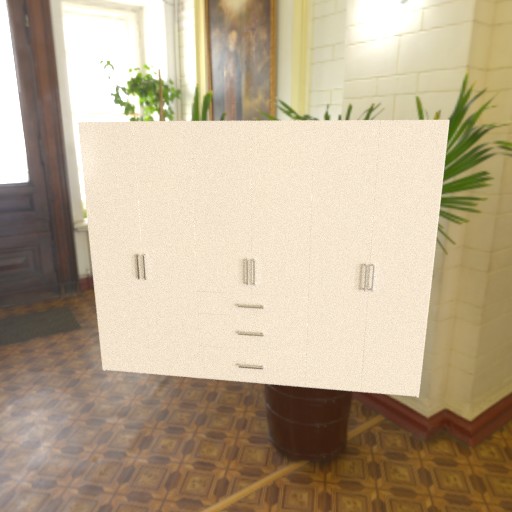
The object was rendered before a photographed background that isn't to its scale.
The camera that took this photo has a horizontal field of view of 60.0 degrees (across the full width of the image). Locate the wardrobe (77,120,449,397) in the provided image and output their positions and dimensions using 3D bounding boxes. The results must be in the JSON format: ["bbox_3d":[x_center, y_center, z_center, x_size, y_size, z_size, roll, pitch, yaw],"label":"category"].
[{"bbox_3d":[0.000,0.000,4.064,3.000,2.360,0.580,2,16,9],"label":"wardrobe"}]
